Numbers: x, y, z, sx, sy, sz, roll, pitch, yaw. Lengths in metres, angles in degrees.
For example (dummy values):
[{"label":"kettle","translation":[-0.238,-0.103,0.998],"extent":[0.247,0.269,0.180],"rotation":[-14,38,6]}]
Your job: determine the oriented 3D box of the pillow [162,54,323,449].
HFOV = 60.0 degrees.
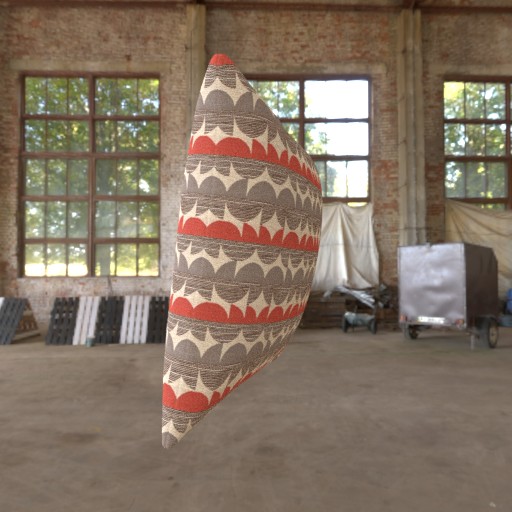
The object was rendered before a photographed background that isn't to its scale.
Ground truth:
[{"label":"pillow","translation":[0.000,0.000,0.653],"extent":[0.180,0.410,0.420],"rotation":[0,-1,18]}]
